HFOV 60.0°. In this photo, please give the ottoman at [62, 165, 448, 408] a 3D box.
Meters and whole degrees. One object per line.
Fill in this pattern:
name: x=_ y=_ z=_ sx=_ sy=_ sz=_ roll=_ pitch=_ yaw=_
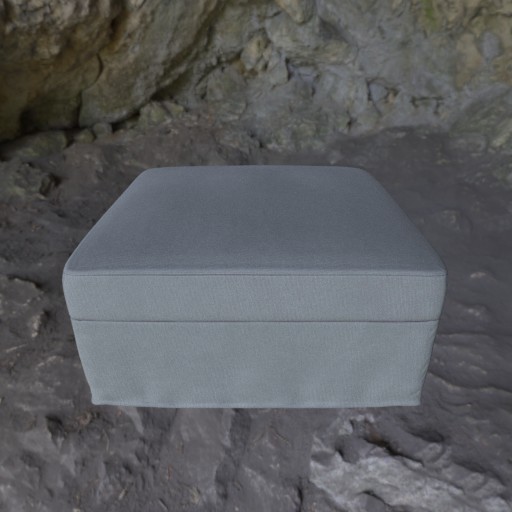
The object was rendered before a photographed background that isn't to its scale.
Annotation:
ottoman: x=0.000 y=0.000 z=1.358 sx=0.843 sy=0.441 sz=0.842 roll=0 pitch=26 yaw=0
